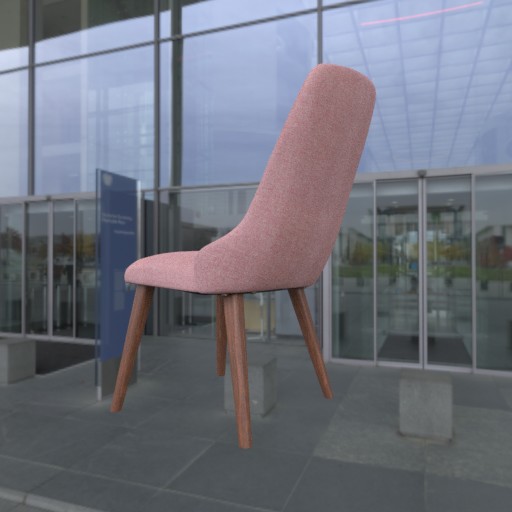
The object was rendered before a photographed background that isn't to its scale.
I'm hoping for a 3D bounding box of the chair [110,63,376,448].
[{"bbox_3d":[0.000,0.000,1.334,0.707,0.918,0.535,0,-1,35],"label":"chair"}]
